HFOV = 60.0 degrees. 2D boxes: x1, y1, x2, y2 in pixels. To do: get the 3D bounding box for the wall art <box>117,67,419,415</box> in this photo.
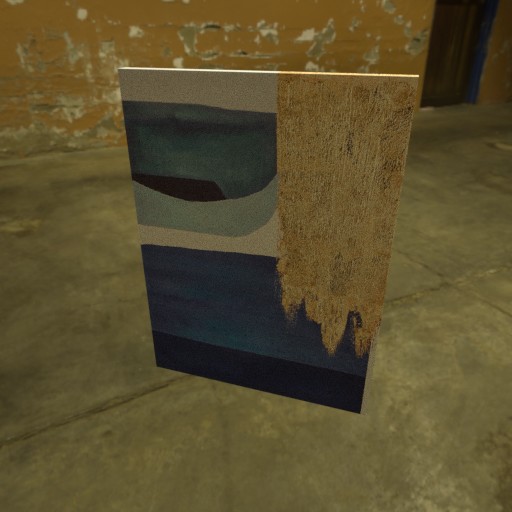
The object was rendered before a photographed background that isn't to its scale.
[{"bbox_3d":[0.000,0.000,0.796,0.458,0.613,0.026,8,28,16],"label":"wall art"}]
